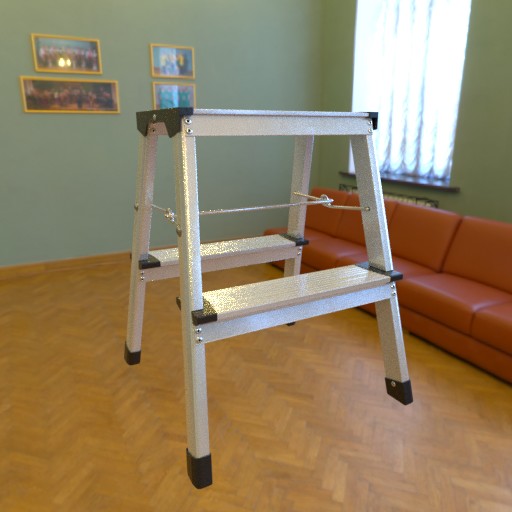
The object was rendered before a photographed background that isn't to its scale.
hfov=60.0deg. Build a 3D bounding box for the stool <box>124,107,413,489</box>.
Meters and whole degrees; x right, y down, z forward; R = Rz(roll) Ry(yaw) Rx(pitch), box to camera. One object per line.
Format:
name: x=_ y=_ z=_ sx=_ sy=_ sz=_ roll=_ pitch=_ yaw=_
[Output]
stool: x=0.000 y=0.000 z=0.774 sx=0.404 sy=0.480 sz=0.405 roll=-9 pitch=18 yaw=-28
